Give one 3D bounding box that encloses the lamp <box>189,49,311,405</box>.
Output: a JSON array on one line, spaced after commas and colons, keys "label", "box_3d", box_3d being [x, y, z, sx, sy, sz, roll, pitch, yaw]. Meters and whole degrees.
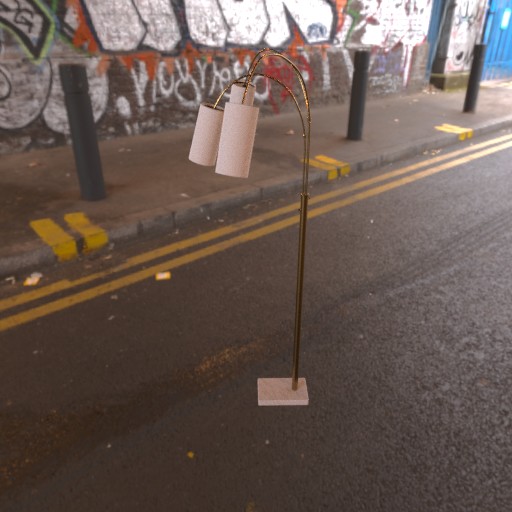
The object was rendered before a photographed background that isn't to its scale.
[{"label": "lamp", "box_3d": [0.000, 0.000, 2.444, 0.667, 2.055, 1.020, 0, 27, -1]}]
